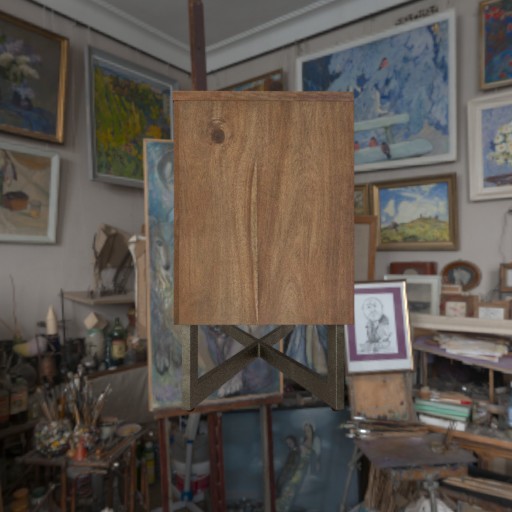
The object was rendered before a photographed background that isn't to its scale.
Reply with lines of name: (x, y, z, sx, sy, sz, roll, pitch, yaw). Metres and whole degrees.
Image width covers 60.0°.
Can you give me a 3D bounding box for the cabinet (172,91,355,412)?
cabinet: (0.000, 0.000, 1.792, 0.480, 0.812, 1.373, 0, -1, -1)
